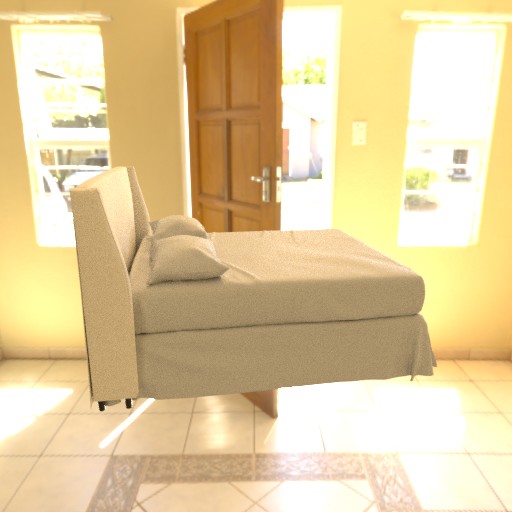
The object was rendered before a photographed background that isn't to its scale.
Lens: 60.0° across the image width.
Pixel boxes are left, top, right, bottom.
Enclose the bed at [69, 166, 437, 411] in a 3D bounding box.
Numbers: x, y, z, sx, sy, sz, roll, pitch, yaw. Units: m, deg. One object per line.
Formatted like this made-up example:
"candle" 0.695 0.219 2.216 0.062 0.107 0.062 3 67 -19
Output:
"bed" 0.000 0.000 3.495 2.276 1.332 1.925 -2 15 -9
